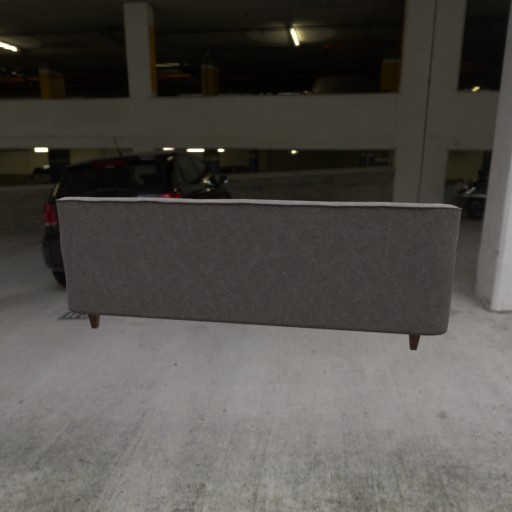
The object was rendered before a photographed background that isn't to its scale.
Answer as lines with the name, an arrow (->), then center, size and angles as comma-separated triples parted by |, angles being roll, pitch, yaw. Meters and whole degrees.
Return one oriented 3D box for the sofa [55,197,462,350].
sofa -> 0.000, 0.000, 2.784 | 2.247, 0.806, 0.917 | 2, 14, 9
